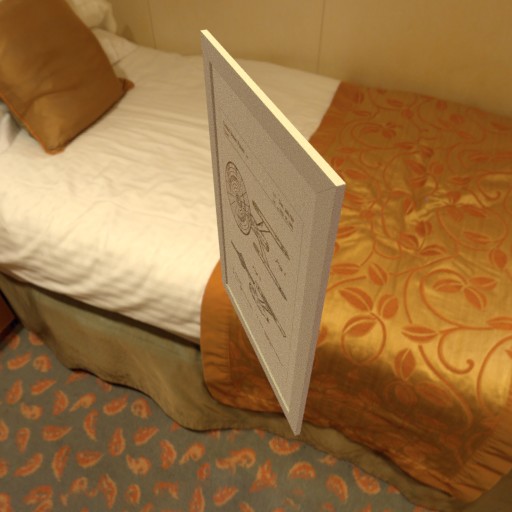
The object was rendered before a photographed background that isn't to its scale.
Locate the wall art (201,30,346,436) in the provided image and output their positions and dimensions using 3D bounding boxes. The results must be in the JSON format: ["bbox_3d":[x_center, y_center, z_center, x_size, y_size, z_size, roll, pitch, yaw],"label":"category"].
[{"bbox_3d":[0.000,0.000,0.838,0.011,0.659,0.454,-17,49,-15],"label":"wall art"}]
